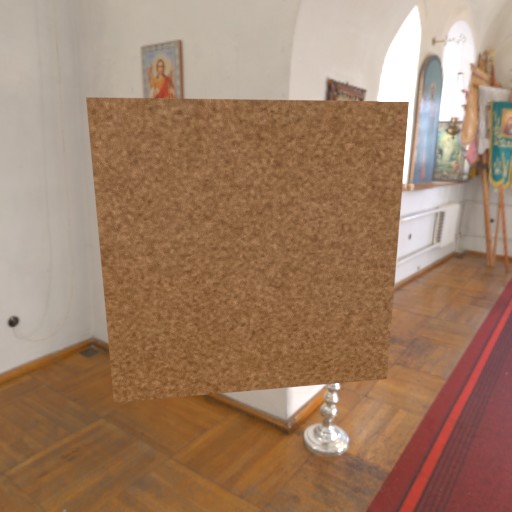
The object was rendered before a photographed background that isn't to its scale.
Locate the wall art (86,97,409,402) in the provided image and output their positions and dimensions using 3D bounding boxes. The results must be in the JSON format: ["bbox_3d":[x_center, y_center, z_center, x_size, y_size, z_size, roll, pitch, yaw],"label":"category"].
[{"bbox_3d":[0.000,0.000,0.667,0.446,0.445,0.014,-2,15,-9],"label":"wall art"}]
